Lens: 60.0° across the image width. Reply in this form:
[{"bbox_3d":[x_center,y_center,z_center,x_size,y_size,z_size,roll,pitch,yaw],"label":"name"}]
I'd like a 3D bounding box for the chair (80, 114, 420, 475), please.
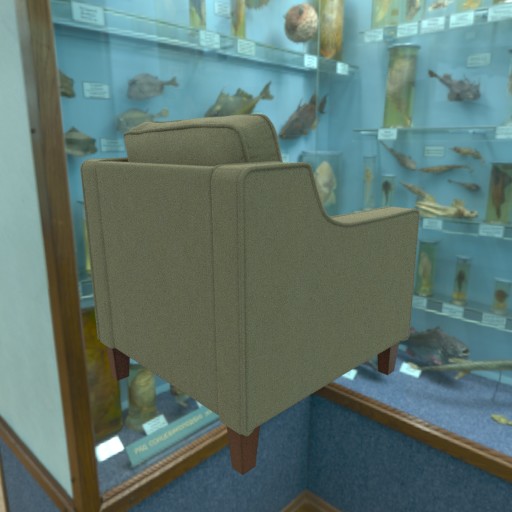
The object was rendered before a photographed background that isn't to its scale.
[{"bbox_3d":[0.000,0.000,1.642,0.909,0.960,0.831,-13,19,-43],"label":"chair"}]
